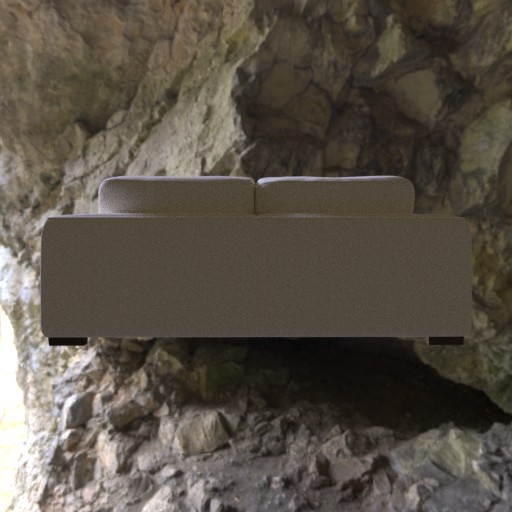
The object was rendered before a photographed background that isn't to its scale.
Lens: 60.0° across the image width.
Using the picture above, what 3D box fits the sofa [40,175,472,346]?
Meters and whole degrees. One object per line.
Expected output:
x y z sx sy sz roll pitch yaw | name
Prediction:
0.000 0.000 2.468 1.920 0.801 1.069 0 0 -1 | sofa
